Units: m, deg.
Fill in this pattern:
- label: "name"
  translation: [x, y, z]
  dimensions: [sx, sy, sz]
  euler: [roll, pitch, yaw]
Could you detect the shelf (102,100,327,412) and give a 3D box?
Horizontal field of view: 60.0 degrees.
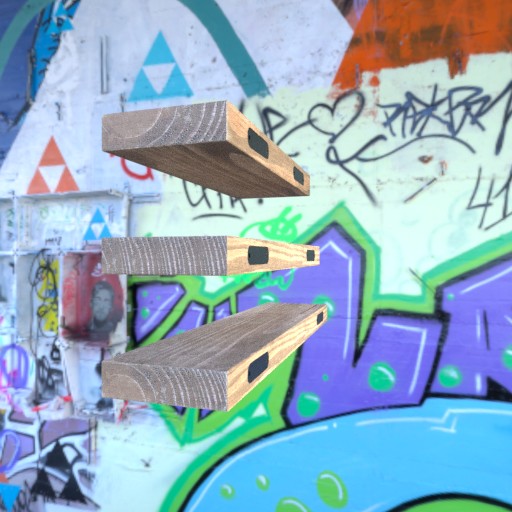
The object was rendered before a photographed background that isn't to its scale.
- label: "shelf"
  translation: [0.000, 0.000, 0.726]
  dimensions: [0.140, 0.293, 0.610]
  euler: [0, 0, 18]
